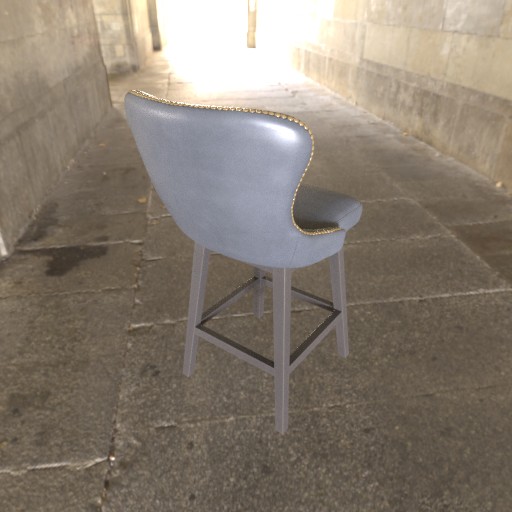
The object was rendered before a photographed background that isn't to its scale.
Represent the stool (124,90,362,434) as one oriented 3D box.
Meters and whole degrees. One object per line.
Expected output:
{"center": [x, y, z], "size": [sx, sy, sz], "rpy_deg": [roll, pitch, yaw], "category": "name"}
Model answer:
{"center": [0.000, 0.000, 1.323], "size": [0.528, 0.971, 0.593], "rpy_deg": [20, 36, 31], "category": "stool"}
